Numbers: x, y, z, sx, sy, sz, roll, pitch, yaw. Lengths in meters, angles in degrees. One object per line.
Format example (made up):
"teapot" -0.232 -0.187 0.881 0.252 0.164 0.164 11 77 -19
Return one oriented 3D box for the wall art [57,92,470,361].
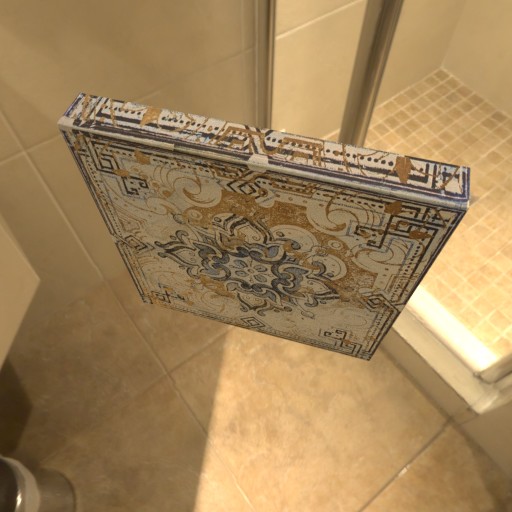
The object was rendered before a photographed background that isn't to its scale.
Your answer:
"wall art" 0.000 0.000 0.452 0.302 0.306 0.038 13 59 8
